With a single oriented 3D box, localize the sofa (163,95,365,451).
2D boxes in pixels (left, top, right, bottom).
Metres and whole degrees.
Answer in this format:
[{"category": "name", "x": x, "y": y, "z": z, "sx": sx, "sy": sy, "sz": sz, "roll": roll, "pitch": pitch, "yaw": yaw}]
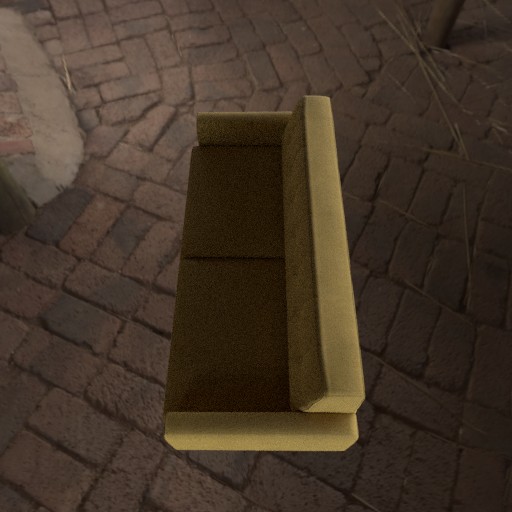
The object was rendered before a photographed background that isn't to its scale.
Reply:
[{"category": "sofa", "x": 0.000, "y": 0.000, "z": 2.558, "sx": 0.909, "sy": 0.841, "sz": 2.029, "roll": 0, "pitch": 59, "yaw": 0}]
